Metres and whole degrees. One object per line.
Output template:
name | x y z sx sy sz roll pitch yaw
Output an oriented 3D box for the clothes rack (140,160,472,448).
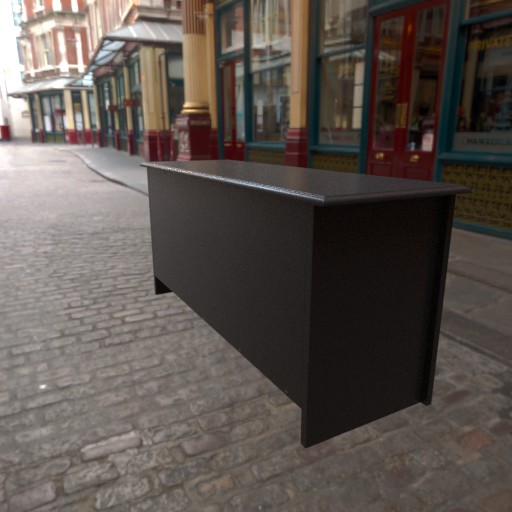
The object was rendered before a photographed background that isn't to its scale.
clothes rack | 0.000 0.000 1.459 0.406 0.556 1.219 -8 17 -28
